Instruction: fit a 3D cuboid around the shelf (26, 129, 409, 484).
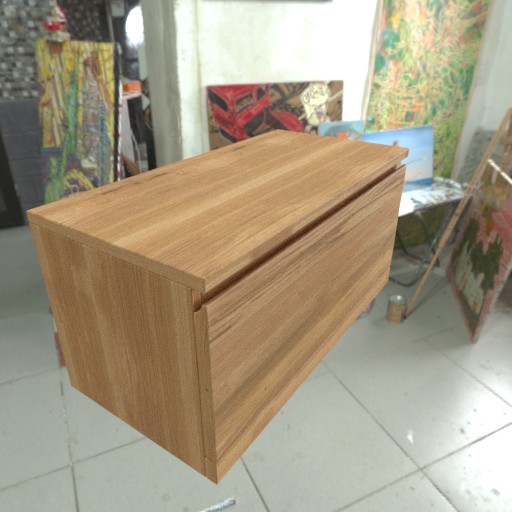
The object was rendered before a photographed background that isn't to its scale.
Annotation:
[{"bbox_3d":[0.000,0.000,1.038,0.400,0.400,0.800,18,33,30],"label":"shelf"}]
